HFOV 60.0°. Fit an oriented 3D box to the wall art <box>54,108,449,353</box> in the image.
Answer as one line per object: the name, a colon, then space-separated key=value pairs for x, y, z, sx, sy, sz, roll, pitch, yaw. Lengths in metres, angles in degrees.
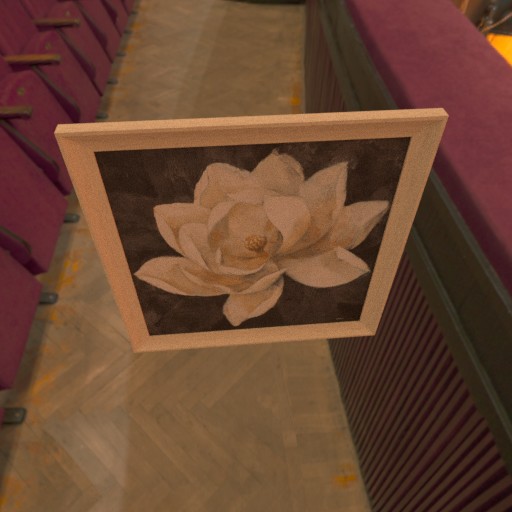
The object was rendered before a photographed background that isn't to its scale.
wall art: x=0.000 y=0.000 z=1.516 sx=1.016 sy=1.016 sz=0.045 roll=-4 pitch=46 yaw=-3
